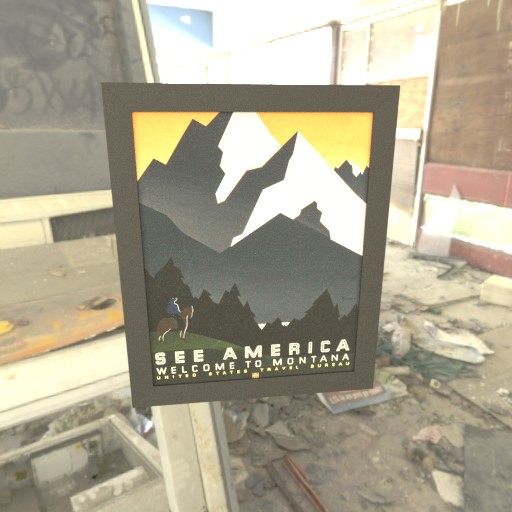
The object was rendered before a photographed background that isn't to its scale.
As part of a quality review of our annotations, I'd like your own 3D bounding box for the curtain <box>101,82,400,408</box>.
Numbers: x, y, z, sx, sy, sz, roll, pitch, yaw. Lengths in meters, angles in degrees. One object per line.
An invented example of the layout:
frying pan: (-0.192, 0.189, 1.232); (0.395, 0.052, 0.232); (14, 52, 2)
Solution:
curtain: (0.000, 0.000, 0.809); (0.483, 0.585, 0.027); (-2, 17, -7)
